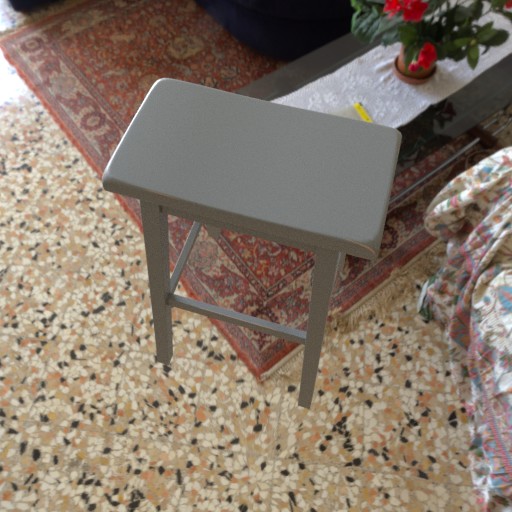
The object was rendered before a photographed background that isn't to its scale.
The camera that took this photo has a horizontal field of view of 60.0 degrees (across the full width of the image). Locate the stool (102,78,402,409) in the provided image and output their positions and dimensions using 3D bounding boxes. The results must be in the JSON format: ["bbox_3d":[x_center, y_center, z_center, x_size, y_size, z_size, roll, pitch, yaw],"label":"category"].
[{"bbox_3d":[0.000,0.000,1.046,0.457,0.737,0.476,15,64,8],"label":"stool"}]
